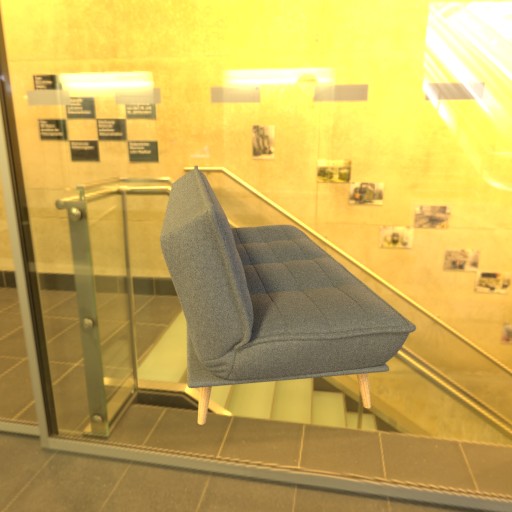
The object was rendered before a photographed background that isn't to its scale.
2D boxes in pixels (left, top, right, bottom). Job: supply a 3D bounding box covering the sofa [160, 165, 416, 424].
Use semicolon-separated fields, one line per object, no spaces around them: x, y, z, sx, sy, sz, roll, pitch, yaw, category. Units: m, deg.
0.000;0.000;2.515;0.950;0.890;1.940;-2;16;-9;sofa
